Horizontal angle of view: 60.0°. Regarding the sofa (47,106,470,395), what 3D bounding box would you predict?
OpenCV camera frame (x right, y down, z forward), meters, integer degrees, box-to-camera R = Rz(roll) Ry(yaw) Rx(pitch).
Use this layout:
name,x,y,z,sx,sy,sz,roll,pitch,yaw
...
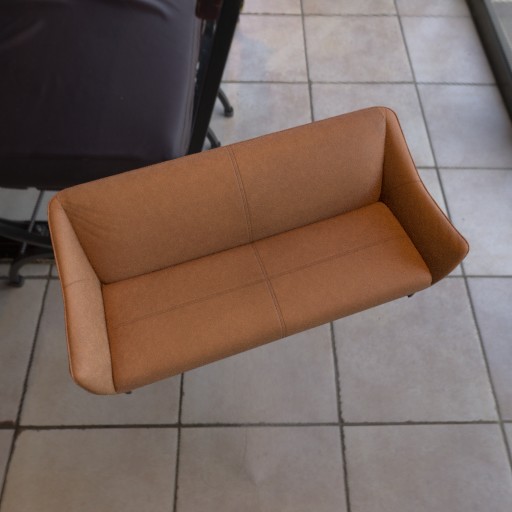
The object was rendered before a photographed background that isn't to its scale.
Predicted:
name,x,y,z,sx,sy,sz,roll,pitch,yaw
sofa,0.000,0.000,2.344,1.928,0.830,0.869,-17,64,-9
